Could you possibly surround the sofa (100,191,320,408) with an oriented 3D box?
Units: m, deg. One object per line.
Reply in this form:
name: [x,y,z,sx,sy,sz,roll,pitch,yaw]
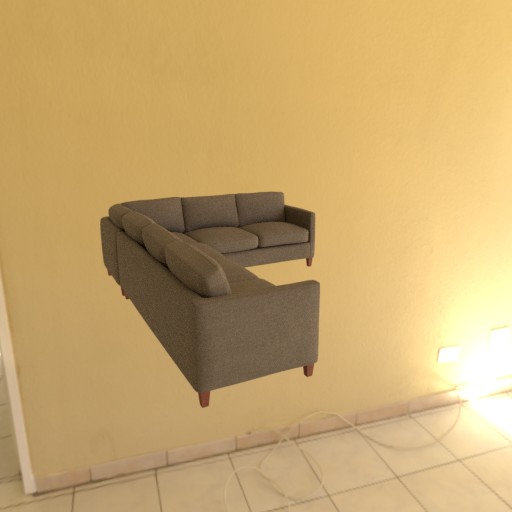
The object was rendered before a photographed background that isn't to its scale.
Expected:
sofa: [0.000,0.000,4.612,2.593,0.947,3.302,-8,17,-27]
